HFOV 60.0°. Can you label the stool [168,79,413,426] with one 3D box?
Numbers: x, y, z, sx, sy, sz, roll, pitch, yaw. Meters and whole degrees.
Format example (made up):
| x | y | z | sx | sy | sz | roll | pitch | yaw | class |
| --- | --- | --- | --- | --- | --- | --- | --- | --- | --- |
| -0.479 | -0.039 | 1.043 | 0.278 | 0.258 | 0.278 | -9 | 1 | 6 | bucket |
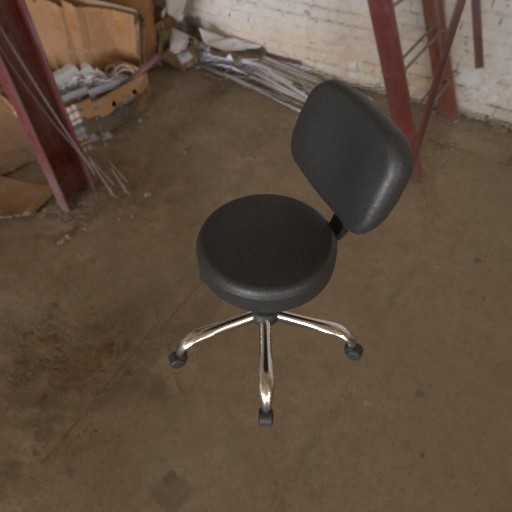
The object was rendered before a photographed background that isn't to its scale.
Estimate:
| x | y | z | sx | sy | sz | roll | pitch | yaw | class |
| --- | --- | --- | --- | --- | --- | --- | --- | --- | --- |
| 0.000 | 0.000 | 1.301 | 0.648 | 0.862 | 0.673 | -18 | 51 | -15 | stool |
